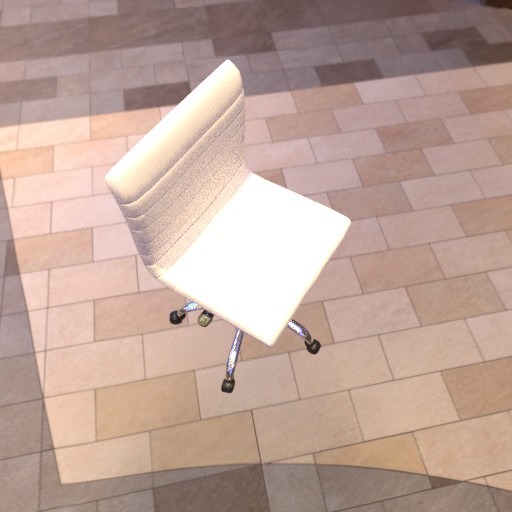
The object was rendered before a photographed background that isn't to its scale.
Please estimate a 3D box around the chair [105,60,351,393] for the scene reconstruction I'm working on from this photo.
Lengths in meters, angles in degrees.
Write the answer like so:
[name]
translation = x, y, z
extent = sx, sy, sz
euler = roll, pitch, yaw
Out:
[chair]
translation = 0.000, 0.000, 1.094
extent = 0.455, 0.750, 0.520
euler = 29, 64, 16
